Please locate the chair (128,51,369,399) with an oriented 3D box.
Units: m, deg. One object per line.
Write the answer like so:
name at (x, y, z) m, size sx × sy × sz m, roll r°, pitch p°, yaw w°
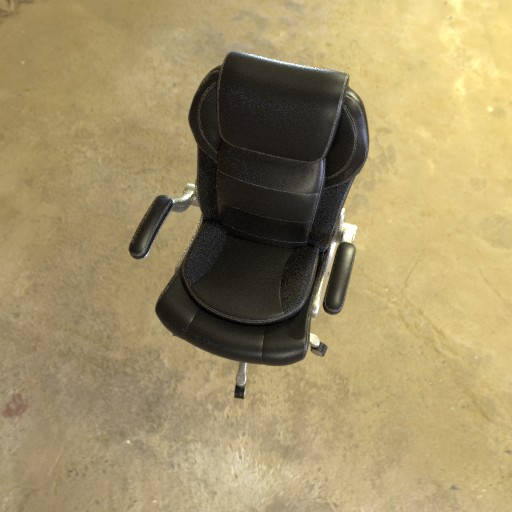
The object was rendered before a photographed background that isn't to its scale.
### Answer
chair at (0.000, 0.000, 1.646) m, size 0.724 × 1.141 × 0.801 m, roll 15°, pitch 60°, yaw 9°
